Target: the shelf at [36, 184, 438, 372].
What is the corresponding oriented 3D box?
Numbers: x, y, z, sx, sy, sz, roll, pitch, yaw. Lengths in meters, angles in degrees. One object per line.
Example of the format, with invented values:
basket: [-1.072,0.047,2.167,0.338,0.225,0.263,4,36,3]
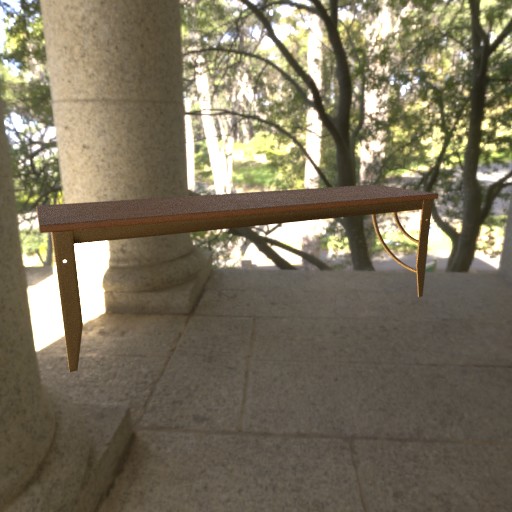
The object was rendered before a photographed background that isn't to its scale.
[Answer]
shelf: [0.000,0.000,0.739,0.636,0.190,0.166,-8,17,-26]
